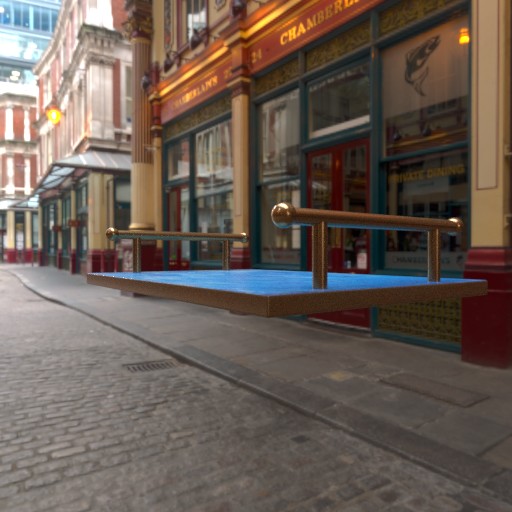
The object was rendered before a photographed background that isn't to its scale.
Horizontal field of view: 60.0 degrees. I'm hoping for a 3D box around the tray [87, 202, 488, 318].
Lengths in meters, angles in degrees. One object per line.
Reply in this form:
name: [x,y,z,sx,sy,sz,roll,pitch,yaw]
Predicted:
tray: [0.000,0.000,0.573,0.304,0.084,0.444,0,0,-36]
